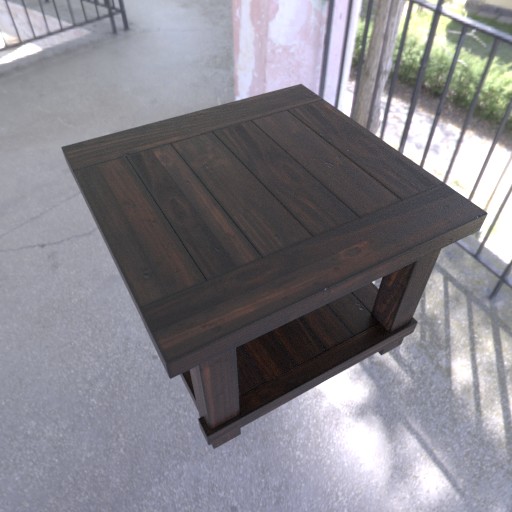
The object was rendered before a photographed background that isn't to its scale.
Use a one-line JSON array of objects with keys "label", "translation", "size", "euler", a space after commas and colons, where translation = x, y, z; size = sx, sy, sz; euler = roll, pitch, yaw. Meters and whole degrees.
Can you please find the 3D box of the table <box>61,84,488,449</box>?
[{"label": "table", "translation": [0.000, 0.000, 1.011], "size": [0.606, 0.437, 0.593], "euler": [-22, 50, -20]}]
